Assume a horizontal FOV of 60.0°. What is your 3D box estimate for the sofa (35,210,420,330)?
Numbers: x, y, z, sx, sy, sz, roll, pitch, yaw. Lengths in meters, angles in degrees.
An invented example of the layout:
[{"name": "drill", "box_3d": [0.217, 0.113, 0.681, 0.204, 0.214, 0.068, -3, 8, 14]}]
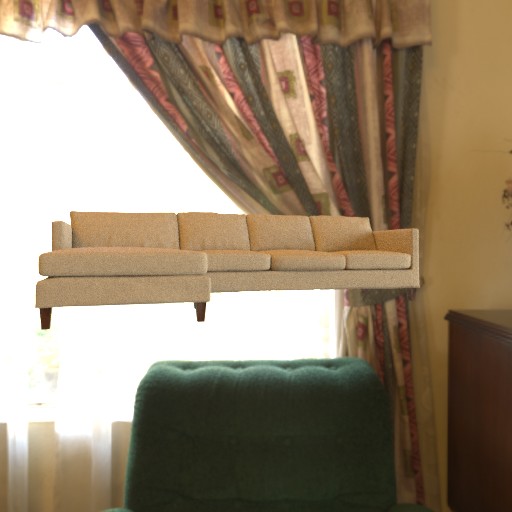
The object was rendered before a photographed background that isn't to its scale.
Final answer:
[{"name": "sofa", "box_3d": [0.000, 0.000, 3.780, 3.186, 0.846, 1.625, 0, 0, -18]}]
